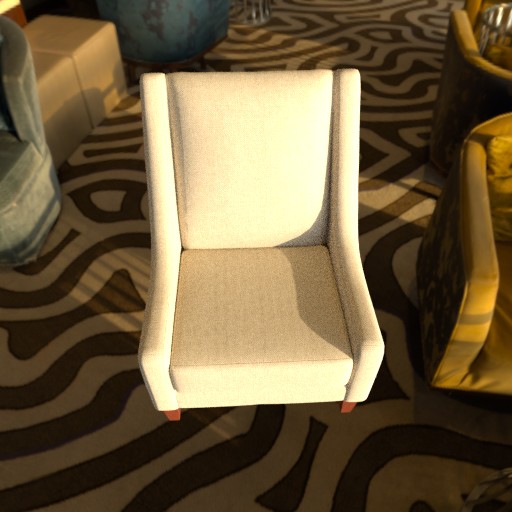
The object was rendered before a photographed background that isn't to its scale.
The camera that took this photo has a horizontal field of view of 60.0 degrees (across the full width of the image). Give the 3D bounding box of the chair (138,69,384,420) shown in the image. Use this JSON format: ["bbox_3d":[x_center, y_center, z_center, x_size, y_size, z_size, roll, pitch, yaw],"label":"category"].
[{"bbox_3d":[0.000,0.000,1.608,0.774,1.014,0.870,-2,47,-2],"label":"chair"}]
